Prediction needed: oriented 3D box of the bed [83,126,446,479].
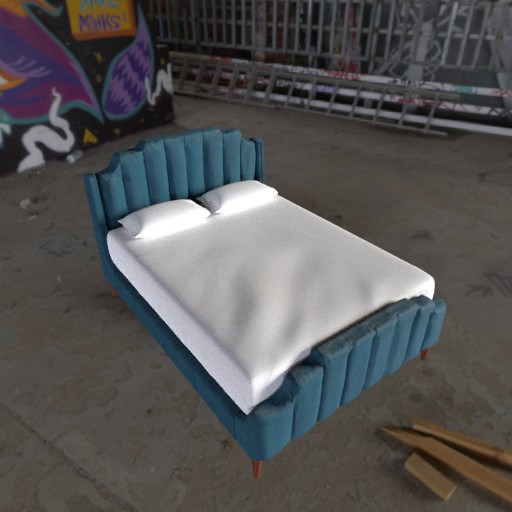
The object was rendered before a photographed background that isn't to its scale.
[{"bbox_3d":[0.000,0.000,3.345,1.676,1.351,2.322,-21,38,-30],"label":"bed"}]
